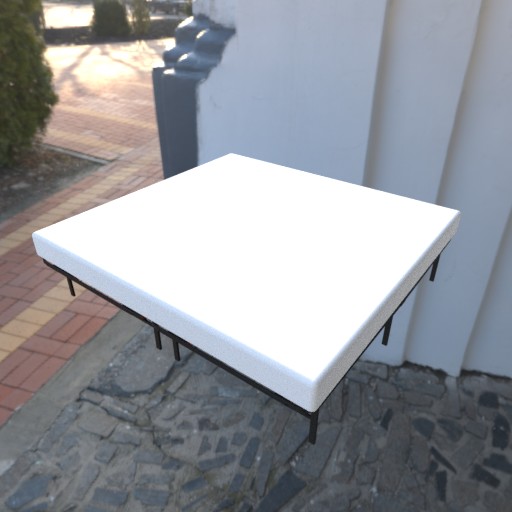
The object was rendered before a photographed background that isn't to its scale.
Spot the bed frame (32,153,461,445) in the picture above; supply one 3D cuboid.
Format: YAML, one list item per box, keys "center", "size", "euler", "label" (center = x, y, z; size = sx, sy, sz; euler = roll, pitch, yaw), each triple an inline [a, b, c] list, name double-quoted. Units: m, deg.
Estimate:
- center: [0.000, 0.000, 2.990]
  size: [2.033, 0.525, 1.935]
  euler: [22, 37, 31]
  label: "bed frame"
